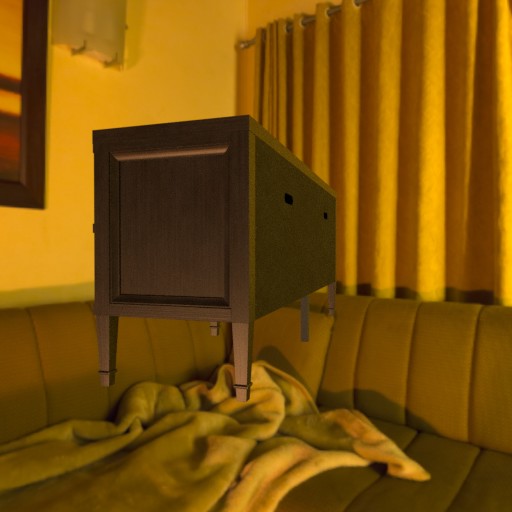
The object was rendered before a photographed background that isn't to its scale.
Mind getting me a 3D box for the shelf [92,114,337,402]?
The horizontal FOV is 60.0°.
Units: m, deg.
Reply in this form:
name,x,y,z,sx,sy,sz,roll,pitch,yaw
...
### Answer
name,x,y,z,sx,sy,sz,roll,pitch,yaw
shelf,0.000,0.000,1.917,0.479,0.719,1.575,0,1,18
